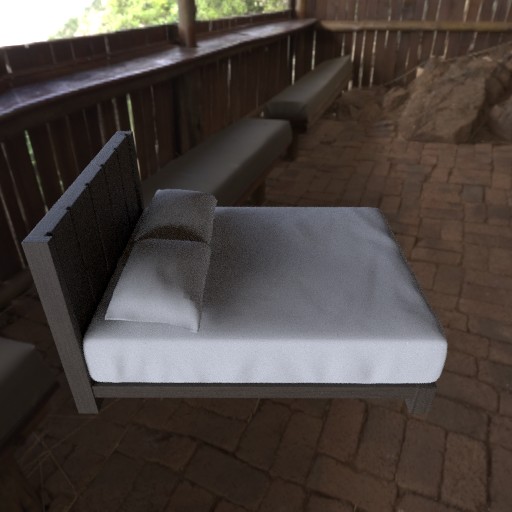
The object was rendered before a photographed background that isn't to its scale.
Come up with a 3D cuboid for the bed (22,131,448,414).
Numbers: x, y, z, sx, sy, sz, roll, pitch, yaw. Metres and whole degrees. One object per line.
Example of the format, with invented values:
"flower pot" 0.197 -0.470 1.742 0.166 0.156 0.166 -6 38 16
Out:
"bed" 0.000 0.000 3.189 2.242 1.270 1.727 0 33 0
